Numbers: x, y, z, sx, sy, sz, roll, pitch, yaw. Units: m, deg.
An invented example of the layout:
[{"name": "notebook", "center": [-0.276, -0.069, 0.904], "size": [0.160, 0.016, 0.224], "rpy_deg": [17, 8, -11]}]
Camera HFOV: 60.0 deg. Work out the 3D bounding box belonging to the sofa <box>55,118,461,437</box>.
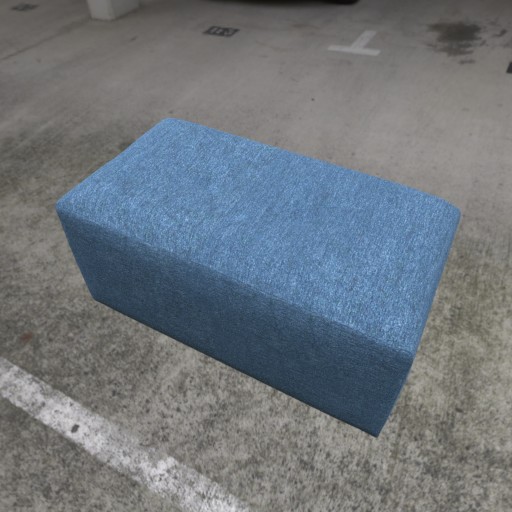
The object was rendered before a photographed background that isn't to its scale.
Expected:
[{"name": "sofa", "center": [0.000, 0.000, 1.225], "size": [0.930, 0.470, 0.480], "rpy_deg": [21, 50, 19]}]
